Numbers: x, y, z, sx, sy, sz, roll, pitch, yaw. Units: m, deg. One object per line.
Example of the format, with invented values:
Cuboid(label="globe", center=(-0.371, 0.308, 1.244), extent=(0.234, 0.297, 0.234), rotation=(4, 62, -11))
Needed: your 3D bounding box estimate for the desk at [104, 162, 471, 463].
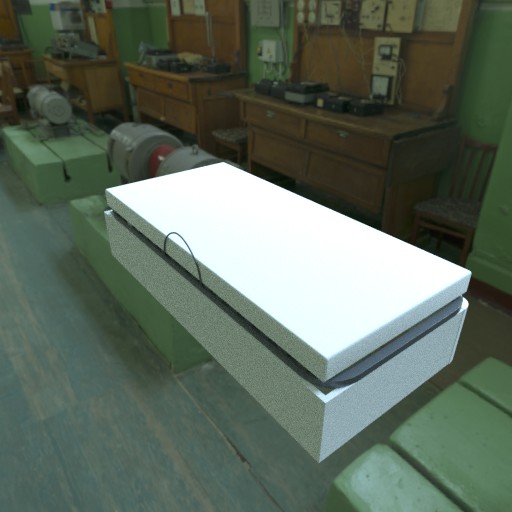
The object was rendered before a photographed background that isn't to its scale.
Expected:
Cuboid(label="desk", center=(0.000, 0.000, 2.333), extent=(0.900, 0.526, 1.900), rotation=(-21, 36, -32))
